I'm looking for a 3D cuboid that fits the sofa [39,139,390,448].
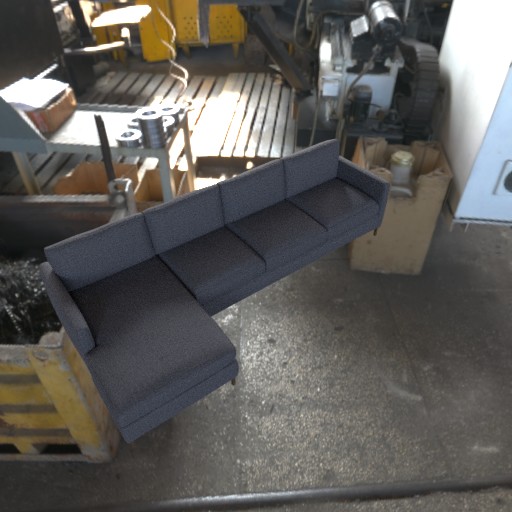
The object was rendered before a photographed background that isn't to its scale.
[{"bbox_3d":[0.000,0.000,2.939,2.445,0.673,1.125,-26,47,-27],"label":"sofa"}]
